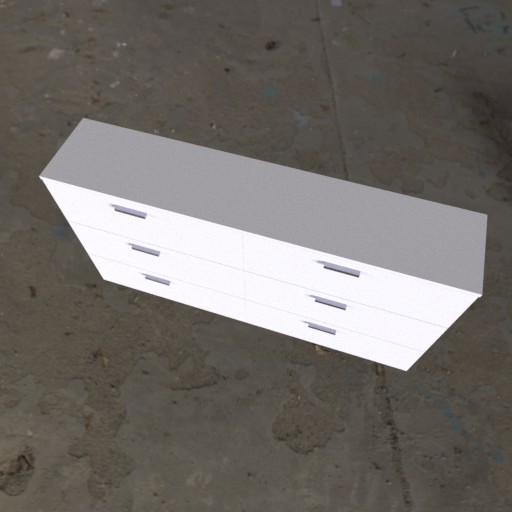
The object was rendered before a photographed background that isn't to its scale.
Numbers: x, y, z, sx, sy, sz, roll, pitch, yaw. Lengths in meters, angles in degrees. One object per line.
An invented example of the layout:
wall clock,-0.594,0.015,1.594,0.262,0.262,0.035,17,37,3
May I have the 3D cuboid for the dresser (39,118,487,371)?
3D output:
dresser,0.000,0.000,1.875,1.535,0.790,0.333,15,60,9
